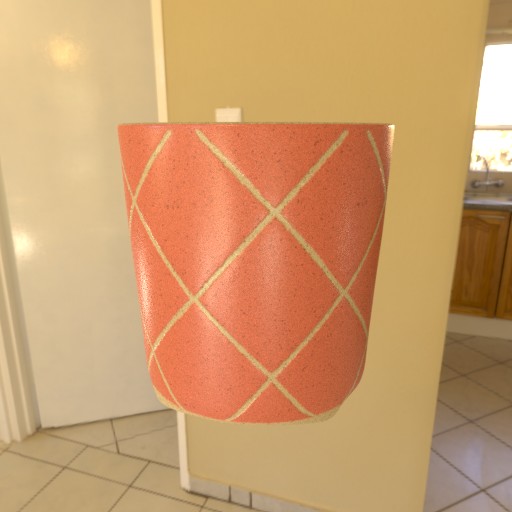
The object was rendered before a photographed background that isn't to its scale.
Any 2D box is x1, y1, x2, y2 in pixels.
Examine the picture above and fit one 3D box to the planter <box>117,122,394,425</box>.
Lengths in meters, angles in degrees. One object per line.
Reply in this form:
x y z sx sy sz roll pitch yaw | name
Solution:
0.000 0.000 0.411 0.227 0.235 0.227 0 16 0 | planter
